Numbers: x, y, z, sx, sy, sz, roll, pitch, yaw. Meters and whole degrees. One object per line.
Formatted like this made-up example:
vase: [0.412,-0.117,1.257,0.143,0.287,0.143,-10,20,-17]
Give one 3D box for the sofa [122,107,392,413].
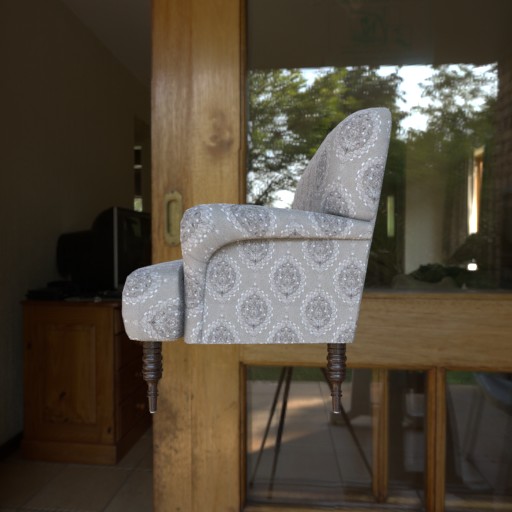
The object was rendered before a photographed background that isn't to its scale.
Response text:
sofa: [0.000,0.000,1.828,0.779,0.889,1.297,0,1,0]
